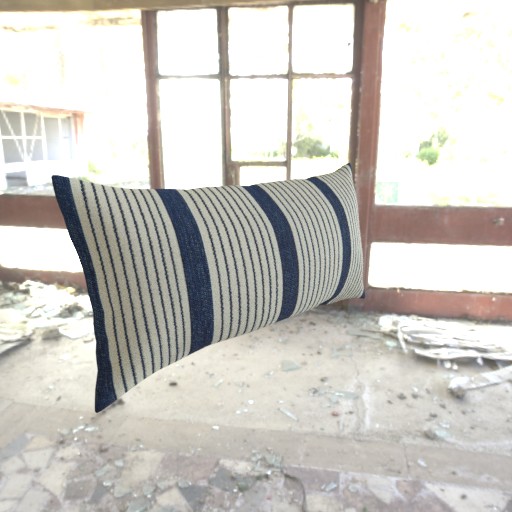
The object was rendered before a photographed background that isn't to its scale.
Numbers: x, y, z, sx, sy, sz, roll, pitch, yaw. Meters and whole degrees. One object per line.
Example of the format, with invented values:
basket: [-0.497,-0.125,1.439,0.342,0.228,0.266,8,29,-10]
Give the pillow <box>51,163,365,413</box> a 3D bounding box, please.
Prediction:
pillow: [0.000,0.000,0.739,0.608,0.292,0.156,-13,19,-42]
